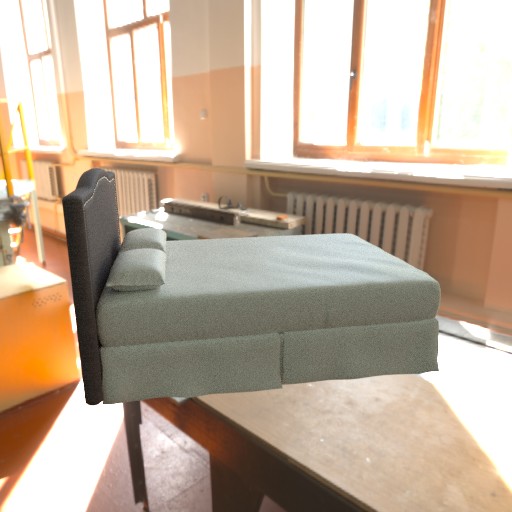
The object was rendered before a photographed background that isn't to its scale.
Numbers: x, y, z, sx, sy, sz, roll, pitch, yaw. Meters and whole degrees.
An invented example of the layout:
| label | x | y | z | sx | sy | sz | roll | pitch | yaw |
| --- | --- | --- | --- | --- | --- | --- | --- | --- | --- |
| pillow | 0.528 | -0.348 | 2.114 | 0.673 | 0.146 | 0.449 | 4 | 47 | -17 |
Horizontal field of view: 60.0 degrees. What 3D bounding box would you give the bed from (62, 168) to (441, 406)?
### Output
| label | x | y | z | sx | sy | sz | roll | pitch | yaw |
| --- | --- | --- | --- | --- | --- | --- | --- | --- | --- |
| bed | 0.000 | 0.000 | 3.628 | 2.507 | 1.441 | 1.741 | -3 | 16 | -10 |
